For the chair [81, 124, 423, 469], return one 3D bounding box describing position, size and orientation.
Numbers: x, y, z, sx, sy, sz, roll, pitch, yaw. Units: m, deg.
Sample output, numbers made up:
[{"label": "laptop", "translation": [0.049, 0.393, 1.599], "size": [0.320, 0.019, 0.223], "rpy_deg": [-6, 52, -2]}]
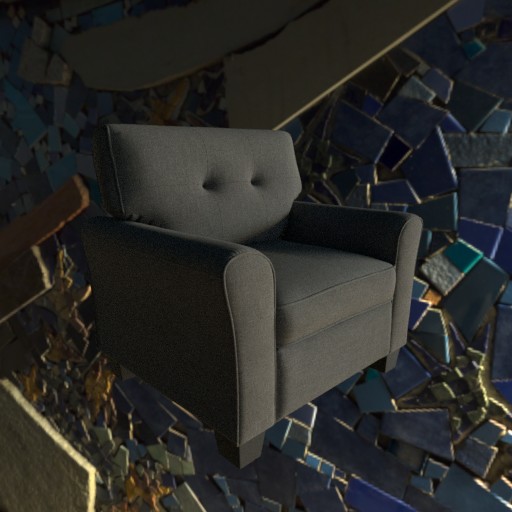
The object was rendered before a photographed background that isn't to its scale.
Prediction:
[{"label": "chair", "translation": [0.000, 0.000, 1.570], "size": [0.941, 0.890, 0.816], "rpy_deg": [-13, 19, -43]}]
